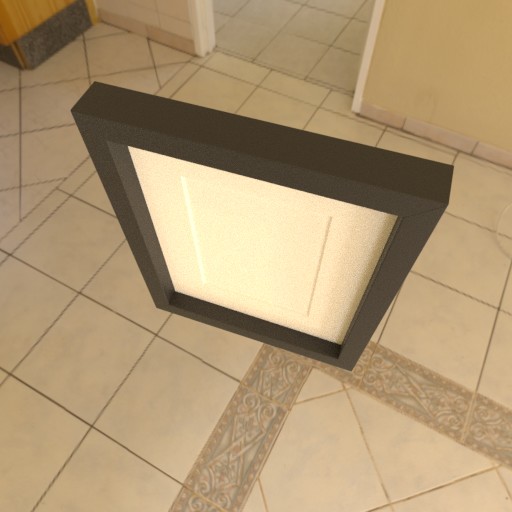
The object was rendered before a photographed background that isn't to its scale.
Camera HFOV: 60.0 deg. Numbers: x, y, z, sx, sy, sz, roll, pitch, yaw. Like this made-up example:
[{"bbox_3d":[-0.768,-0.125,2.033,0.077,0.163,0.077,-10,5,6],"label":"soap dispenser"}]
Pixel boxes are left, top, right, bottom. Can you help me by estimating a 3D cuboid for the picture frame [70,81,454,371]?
[{"bbox_3d":[0.000,0.000,0.388,0.232,0.284,0.042,16,59,10],"label":"picture frame"}]
